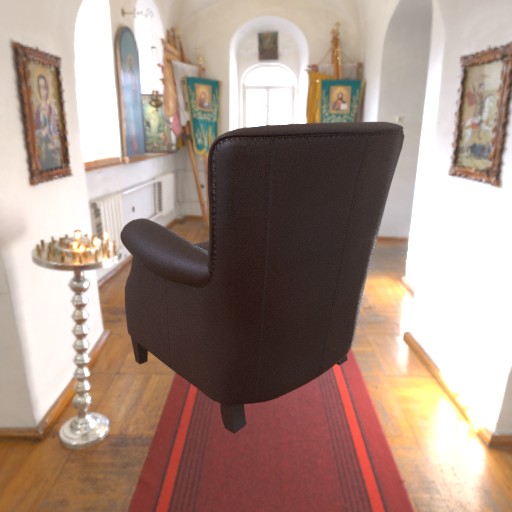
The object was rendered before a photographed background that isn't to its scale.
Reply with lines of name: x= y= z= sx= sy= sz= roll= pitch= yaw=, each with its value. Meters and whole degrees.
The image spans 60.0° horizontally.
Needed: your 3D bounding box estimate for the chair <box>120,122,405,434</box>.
chair: x=0.000 y=0.000 z=1.371 sx=0.700 sy=0.800 sz=0.746 roll=-16 pitch=24 yaw=-42
